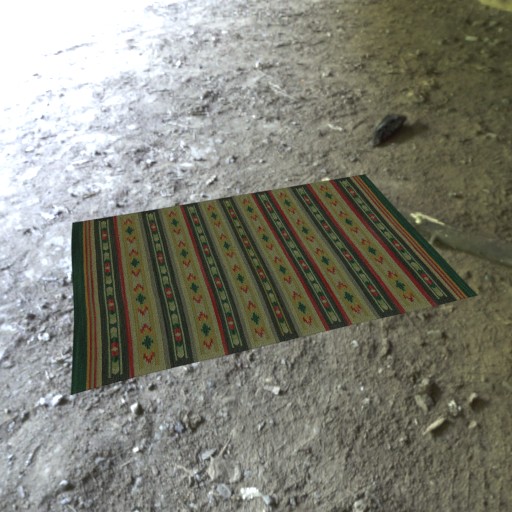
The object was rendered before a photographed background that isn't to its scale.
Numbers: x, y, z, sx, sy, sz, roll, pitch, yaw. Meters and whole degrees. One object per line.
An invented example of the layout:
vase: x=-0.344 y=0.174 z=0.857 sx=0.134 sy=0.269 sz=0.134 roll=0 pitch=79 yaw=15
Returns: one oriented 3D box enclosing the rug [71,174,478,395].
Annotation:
rug: x=0.000 y=0.000 z=3.061 sx=2.447 sy=0.011 sz=1.520 roll=-11 pitch=43 yaw=-12
